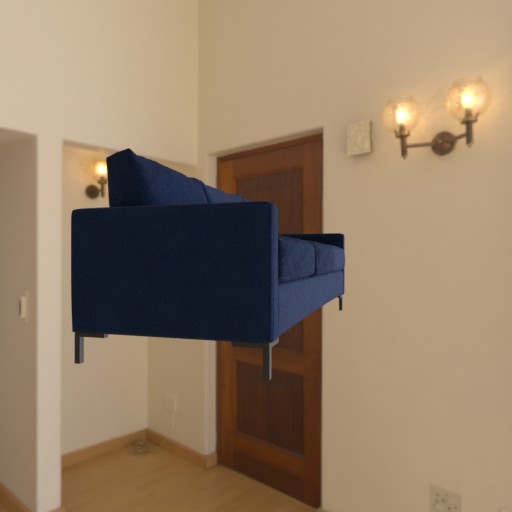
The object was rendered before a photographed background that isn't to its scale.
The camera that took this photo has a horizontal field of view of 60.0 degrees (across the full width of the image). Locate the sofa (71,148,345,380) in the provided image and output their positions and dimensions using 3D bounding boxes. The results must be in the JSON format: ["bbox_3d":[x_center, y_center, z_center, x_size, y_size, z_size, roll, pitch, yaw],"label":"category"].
[{"bbox_3d":[0.000,0.000,2.705,0.875,0.879,2.252,0,0,18],"label":"sofa"}]
